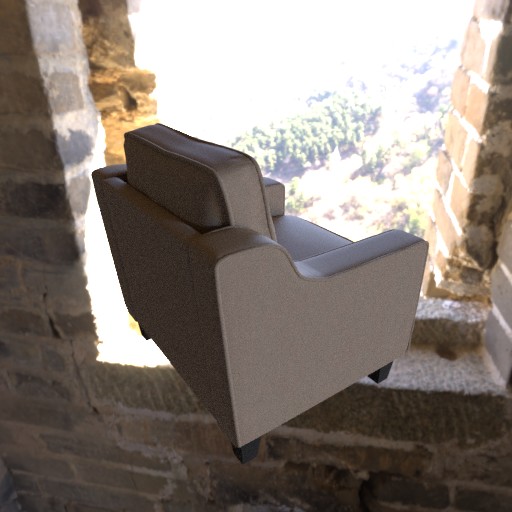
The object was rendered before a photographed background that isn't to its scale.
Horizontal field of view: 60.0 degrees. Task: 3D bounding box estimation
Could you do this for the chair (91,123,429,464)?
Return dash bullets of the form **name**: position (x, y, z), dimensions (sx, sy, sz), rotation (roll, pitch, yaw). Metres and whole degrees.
- **chair**: position (0.000, 0.000, 1.679), dimensions (0.882, 0.948, 0.922), rotation (-17, 31, -31)
